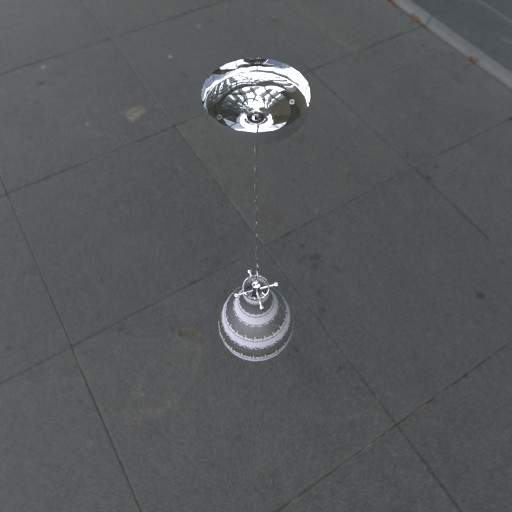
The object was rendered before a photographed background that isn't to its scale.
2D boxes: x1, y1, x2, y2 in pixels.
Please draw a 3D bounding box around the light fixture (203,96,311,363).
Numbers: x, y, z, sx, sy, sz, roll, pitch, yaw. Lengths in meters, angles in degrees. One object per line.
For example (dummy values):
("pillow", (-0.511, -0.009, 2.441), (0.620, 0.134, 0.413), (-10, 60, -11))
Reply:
("light fixture", (0.000, 0.000, 1.633), (0.374, 1.457, 0.374), (-15, 61, -8))
